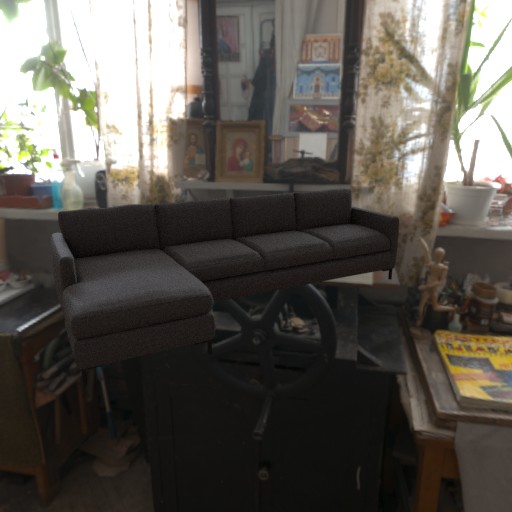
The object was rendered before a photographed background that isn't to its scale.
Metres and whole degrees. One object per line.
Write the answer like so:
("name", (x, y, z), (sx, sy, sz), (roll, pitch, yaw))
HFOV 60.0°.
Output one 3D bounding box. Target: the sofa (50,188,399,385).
("sofa", (0.000, 0.000, 3.304), (2.731, 0.754, 1.258), (-8, 18, -27))
